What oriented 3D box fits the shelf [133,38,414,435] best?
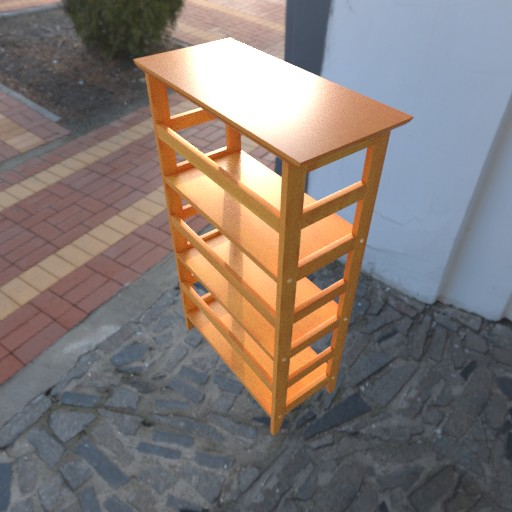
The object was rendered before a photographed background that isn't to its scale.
[{"bbox_3d":[0.000,0.000,1.382,0.305,1.067,0.660,-27,48,-27],"label":"shelf"}]
